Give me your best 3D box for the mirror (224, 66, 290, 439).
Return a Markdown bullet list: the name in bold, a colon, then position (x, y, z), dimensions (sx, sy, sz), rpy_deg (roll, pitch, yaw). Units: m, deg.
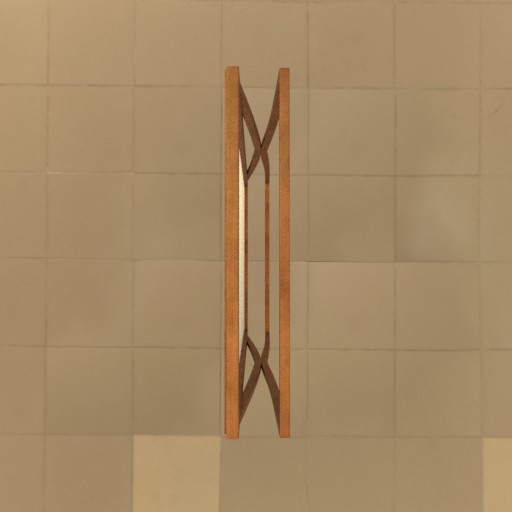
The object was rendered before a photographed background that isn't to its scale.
- **mirror**: position (0.000, 0.000, 0.937), dimensions (0.082, 0.768, 0.468), rpy_deg (0, 89, 0)
